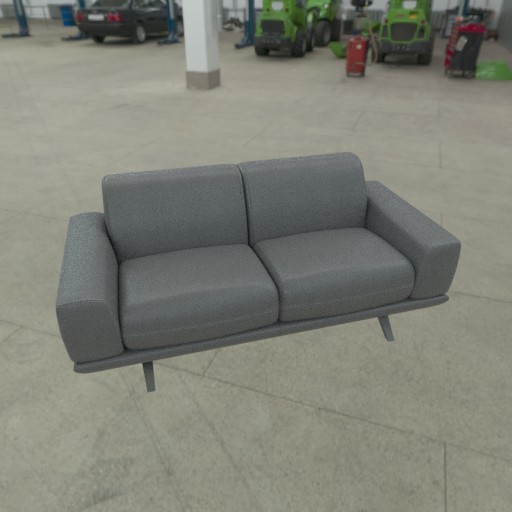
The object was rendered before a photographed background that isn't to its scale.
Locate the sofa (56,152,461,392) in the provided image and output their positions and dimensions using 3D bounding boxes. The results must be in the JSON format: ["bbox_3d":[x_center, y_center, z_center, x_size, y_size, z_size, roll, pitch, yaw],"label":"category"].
[{"bbox_3d":[0.000,0.000,2.379,1.901,0.772,0.900,-8,32,-14],"label":"sofa"}]
